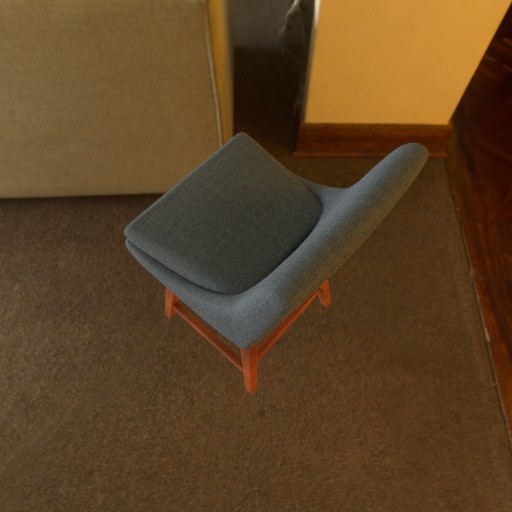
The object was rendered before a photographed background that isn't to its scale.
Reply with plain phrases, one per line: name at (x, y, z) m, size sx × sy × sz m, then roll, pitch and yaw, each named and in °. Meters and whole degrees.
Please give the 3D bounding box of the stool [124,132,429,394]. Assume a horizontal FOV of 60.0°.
stool at (0.000, 0.000, 1.204) m, size 0.524 × 0.895 × 0.467 m, roll 38°, pitch 69°, yaw 18°
